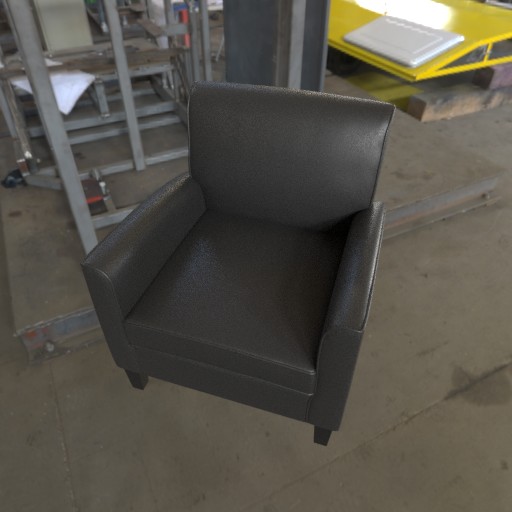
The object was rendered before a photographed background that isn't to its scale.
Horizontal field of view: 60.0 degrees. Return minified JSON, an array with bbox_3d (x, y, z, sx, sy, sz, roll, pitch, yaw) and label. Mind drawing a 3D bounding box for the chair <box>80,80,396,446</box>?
[{"bbox_3d":[0.000,0.000,1.573,0.820,0.916,0.819,12,42,13],"label":"chair"}]
